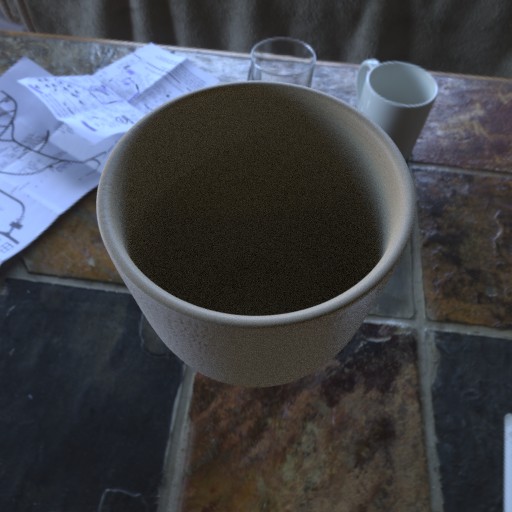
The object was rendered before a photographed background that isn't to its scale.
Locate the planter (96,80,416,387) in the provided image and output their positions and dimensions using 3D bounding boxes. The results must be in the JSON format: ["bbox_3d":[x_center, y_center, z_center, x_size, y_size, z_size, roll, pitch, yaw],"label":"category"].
[{"bbox_3d":[0.000,0.000,0.373,0.208,0.190,0.208,0,59,0],"label":"planter"}]
